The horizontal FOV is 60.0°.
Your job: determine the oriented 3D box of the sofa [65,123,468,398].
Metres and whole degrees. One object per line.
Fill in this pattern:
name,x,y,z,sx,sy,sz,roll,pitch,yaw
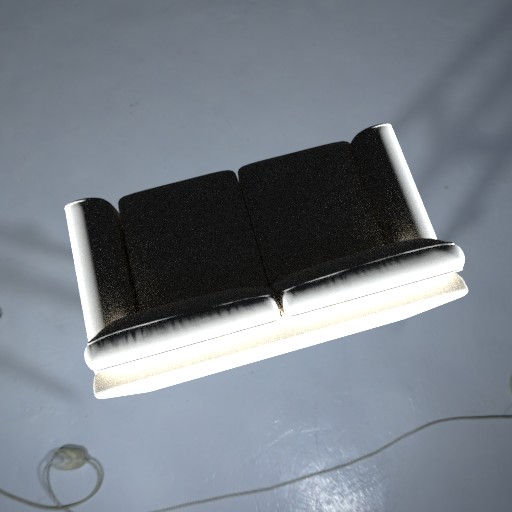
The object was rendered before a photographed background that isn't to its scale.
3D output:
sofa,0.000,0.000,2.286,1.727,0.940,0.991,-15,75,-4
